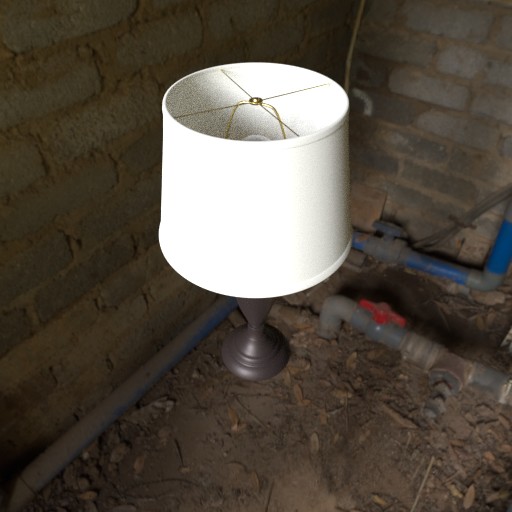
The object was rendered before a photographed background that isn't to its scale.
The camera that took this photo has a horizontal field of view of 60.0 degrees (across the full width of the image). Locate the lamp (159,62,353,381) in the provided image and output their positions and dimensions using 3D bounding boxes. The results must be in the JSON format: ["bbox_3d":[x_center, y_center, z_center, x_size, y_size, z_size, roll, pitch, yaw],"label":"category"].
[{"bbox_3d":[0.000,0.000,0.826,0.335,0.611,0.335,0,43,0],"label":"lamp"}]
